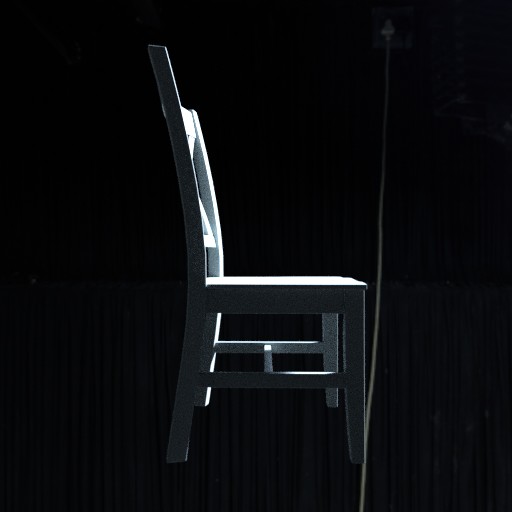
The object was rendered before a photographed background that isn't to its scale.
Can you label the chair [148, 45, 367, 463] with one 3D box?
[{"bbox_3d":[0.000,0.000,1.269,0.542,0.983,0.485,0,0,1],"label":"chair"}]
